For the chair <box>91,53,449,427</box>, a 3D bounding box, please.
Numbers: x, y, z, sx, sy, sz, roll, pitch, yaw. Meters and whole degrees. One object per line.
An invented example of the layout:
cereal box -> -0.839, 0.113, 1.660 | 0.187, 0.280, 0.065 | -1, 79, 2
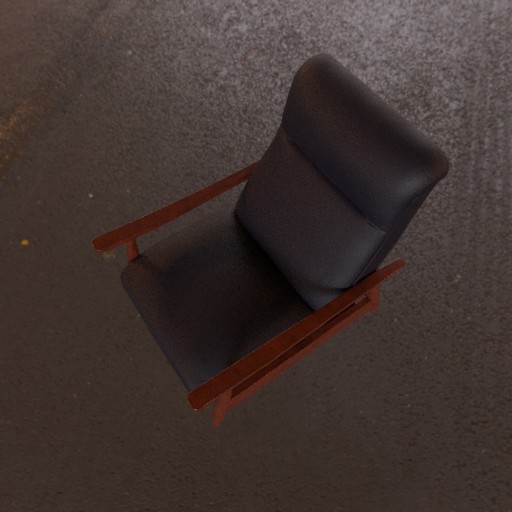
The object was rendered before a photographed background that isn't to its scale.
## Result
chair -> 0.000, 0.000, 1.752 | 1.014, 1.082, 0.762 | -32, 67, -16
